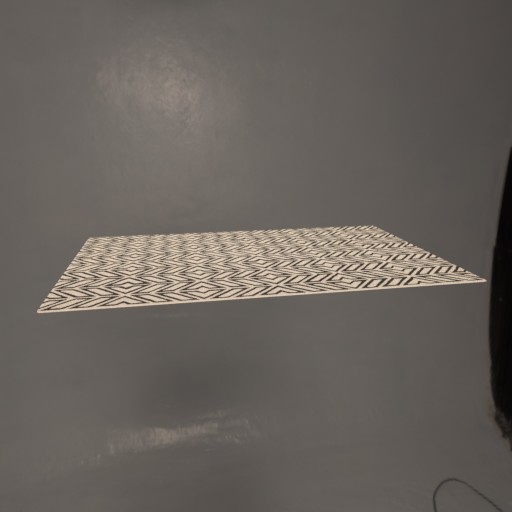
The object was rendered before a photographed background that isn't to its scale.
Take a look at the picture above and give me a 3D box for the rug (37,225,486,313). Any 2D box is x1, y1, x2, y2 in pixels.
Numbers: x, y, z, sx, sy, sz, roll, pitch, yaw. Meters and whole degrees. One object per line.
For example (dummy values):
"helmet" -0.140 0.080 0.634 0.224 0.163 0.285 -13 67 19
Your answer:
"rug" 0.000 0.000 3.060 2.438 0.008 1.523 -3 17 -10
